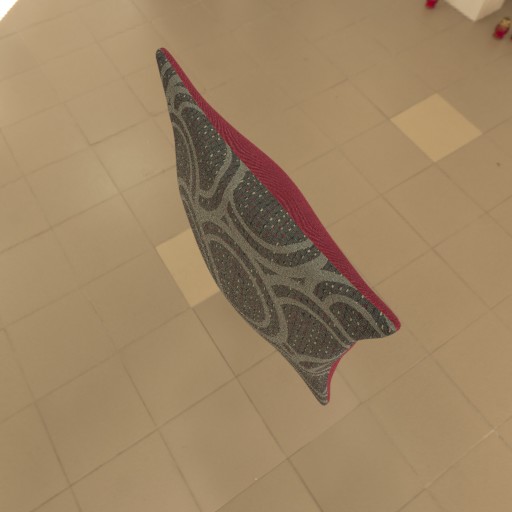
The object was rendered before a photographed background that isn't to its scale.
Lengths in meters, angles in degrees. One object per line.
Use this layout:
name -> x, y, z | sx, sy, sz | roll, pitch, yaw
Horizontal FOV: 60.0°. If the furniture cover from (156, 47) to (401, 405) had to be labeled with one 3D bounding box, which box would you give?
furniture cover -> 0.000, 0.000, 0.774 | 0.163, 0.513, 0.514 | -31, 67, -15
